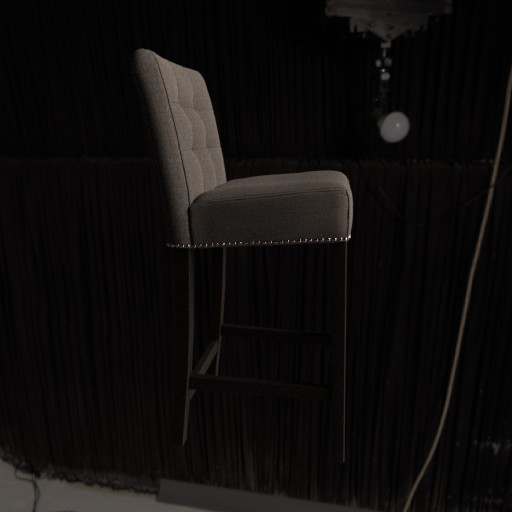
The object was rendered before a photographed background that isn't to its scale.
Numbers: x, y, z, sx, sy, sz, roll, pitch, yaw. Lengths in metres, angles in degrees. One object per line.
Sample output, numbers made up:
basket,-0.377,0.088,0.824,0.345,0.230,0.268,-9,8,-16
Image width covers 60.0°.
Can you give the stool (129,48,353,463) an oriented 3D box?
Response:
stool,0.000,0.000,1.273,0.548,1.047,0.411,3,16,10
